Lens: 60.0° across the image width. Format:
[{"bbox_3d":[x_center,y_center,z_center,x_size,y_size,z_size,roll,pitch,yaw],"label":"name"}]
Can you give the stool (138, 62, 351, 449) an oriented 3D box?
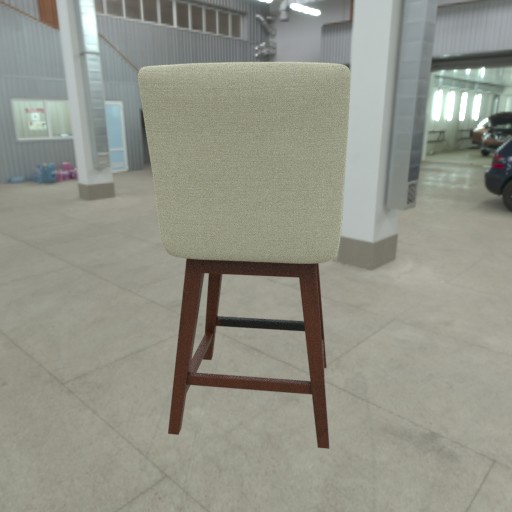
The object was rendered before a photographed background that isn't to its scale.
[{"bbox_3d":[0.000,0.000,1.297,0.469,0.991,0.559,2,18,7],"label":"stool"}]
